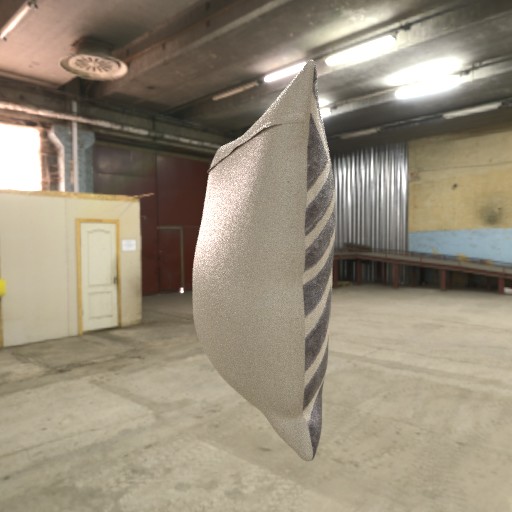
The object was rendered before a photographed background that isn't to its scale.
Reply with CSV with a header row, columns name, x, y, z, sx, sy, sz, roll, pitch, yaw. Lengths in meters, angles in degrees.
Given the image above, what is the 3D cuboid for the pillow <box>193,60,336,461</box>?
name,x,y,z,sx,sy,sz,roll,pitch,yaw
pillow,0.000,0.000,0.686,0.182,0.441,0.440,0,1,-18
